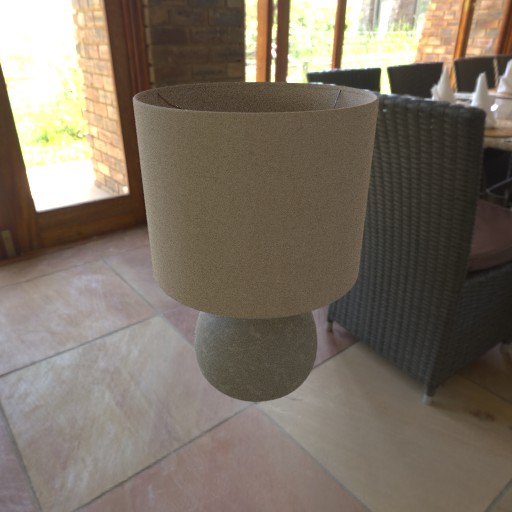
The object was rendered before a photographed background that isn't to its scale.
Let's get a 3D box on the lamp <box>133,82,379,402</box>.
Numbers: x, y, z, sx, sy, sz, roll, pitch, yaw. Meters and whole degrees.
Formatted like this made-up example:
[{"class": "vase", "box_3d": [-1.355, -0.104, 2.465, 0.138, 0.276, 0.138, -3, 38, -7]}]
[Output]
[{"class": "lamp", "box_3d": [0.000, 0.000, 0.590, 0.269, 0.409, 0.269, -18, 32, -31]}]
